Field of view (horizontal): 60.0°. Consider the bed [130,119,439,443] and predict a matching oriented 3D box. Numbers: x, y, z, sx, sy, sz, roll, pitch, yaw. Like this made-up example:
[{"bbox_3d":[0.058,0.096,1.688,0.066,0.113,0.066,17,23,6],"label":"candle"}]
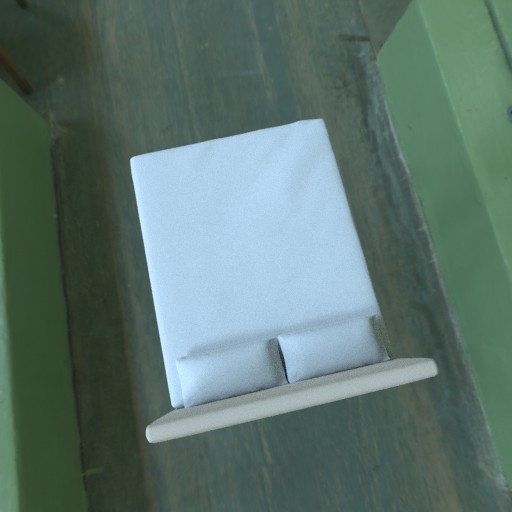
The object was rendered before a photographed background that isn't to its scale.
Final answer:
[{"bbox_3d":[0.000,0.000,3.323,1.748,1.330,2.142,-12,77,-3],"label":"bed"}]
